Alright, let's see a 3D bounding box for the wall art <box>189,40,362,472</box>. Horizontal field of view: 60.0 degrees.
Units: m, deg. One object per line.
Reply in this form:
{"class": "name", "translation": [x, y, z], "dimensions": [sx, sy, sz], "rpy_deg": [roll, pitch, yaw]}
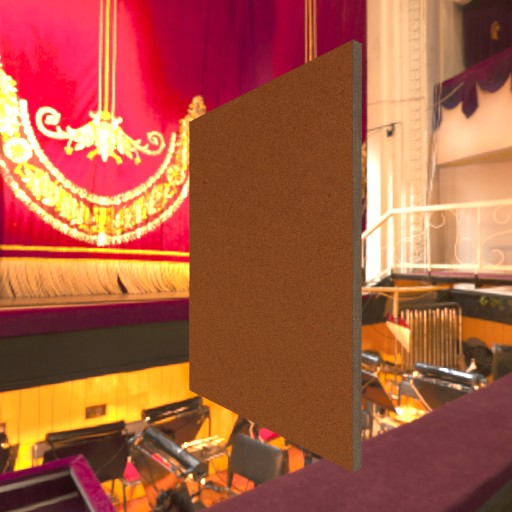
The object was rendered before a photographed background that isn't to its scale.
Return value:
{"class": "wall art", "translation": [0.000, 0.000, 0.826], "dimensions": [0.020, 0.613, 0.481], "rpy_deg": [0, 0, -37]}
